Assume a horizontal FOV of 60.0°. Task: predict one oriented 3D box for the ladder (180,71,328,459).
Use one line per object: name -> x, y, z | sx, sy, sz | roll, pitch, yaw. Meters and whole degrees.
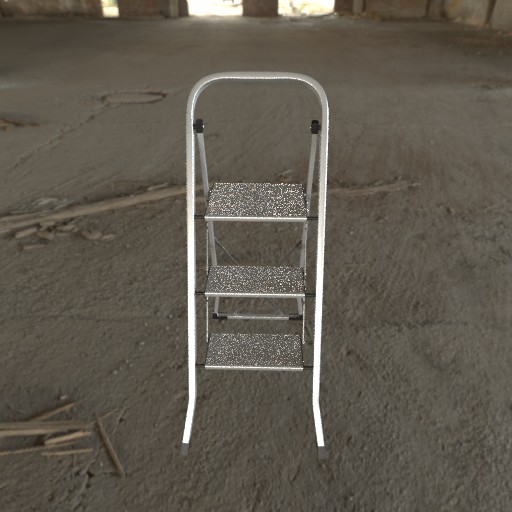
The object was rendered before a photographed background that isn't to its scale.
ladder -> 0.000, 0.000, 1.432 | 0.465, 1.070, 0.704 | 1, 31, 1
